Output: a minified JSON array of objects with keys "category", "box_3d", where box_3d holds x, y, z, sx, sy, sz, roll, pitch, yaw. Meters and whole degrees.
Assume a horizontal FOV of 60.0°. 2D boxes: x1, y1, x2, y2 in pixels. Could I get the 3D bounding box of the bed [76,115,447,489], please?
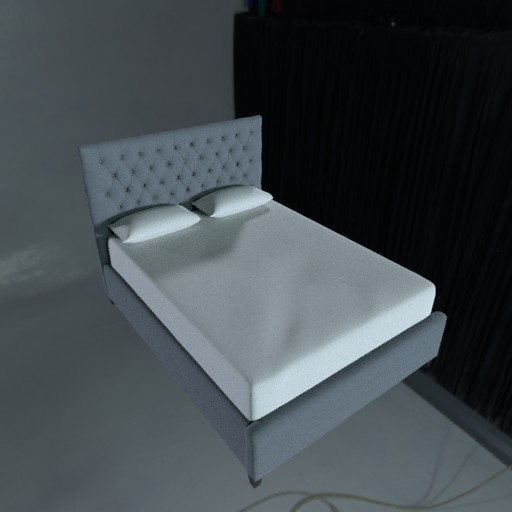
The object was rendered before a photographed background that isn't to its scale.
[{"category":"bed","box_3d":[0.000,0.000,3.279,1.698,1.427,2.231,-20,36,-31]}]
